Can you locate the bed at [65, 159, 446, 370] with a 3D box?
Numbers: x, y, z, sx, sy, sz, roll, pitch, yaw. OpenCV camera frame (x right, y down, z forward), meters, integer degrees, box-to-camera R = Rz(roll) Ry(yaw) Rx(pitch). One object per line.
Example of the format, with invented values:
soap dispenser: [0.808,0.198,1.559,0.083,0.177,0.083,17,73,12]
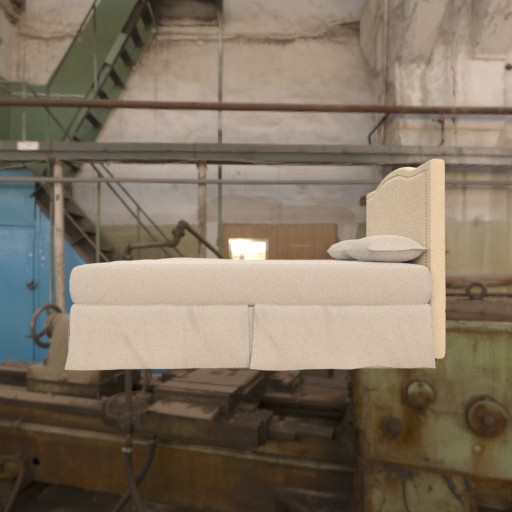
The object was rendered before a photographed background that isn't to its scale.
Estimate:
bed: [0.000,0.000,3.733,2.477,1.437,1.977,0,0,0]
